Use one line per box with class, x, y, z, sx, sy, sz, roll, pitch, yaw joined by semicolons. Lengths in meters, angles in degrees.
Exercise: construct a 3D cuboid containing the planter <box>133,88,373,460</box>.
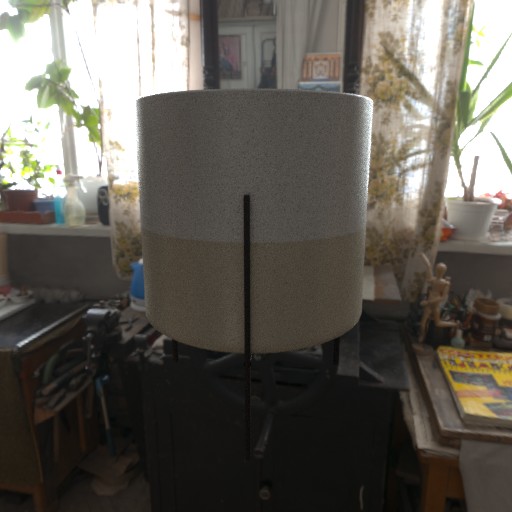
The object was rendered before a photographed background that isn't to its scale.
planter;0.000;0.000;0.737;0.368;0.484;0.359;-7;16;-27
